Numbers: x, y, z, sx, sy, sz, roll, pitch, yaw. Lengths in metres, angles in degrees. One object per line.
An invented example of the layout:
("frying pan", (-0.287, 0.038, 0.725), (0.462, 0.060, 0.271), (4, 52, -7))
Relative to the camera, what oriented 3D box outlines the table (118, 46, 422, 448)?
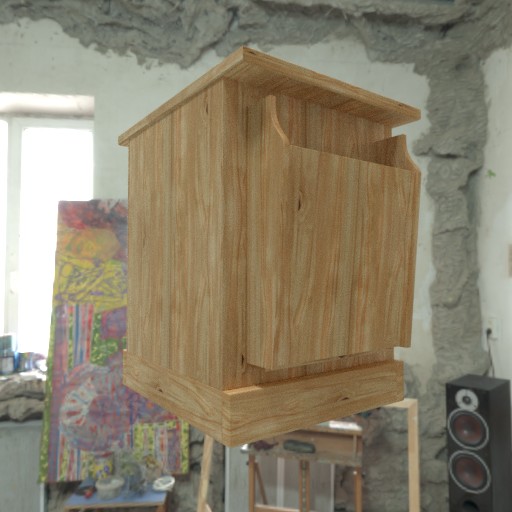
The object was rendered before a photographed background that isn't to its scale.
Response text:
("table", (0.000, 0.000, 0.851), (0.380, 0.515, 0.530), (1, -2, -36))
